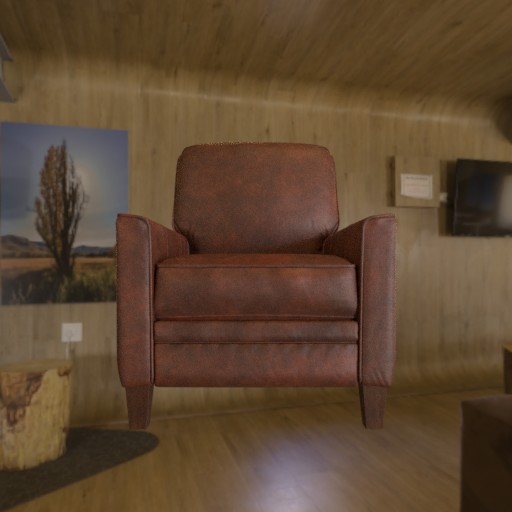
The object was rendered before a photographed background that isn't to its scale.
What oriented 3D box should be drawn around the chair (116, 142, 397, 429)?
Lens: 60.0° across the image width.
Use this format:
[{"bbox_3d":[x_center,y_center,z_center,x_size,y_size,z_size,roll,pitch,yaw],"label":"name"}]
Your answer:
[{"bbox_3d":[0.000,0.000,1.682,0.843,1.043,0.836,0,-1,0],"label":"chair"}]
